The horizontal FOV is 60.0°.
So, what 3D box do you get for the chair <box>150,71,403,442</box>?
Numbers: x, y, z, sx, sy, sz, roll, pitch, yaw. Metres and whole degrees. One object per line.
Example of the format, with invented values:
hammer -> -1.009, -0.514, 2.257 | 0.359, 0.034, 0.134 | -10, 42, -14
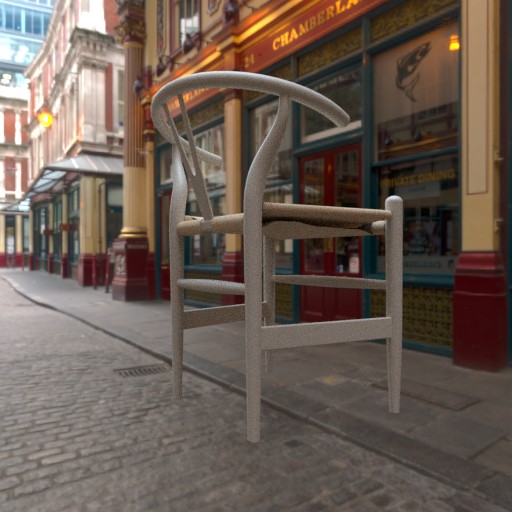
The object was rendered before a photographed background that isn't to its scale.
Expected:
chair -> 0.000, 0.000, 1.095 | 0.500, 0.736, 0.533 | 0, 0, -37
